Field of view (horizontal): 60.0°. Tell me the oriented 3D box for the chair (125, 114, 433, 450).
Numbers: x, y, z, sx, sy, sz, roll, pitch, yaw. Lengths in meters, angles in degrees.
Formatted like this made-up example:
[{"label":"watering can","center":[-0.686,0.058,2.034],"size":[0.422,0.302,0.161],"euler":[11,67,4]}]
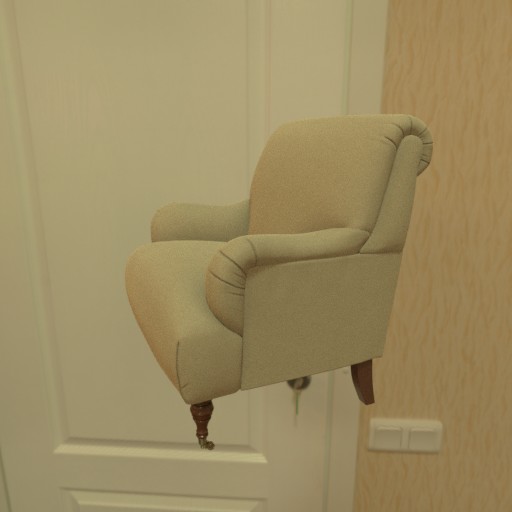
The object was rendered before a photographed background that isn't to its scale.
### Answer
[{"label":"chair","center":[0.000,0.000,1.545],"size":[0.842,0.942,0.766],"euler":[-7,17,-24]}]
